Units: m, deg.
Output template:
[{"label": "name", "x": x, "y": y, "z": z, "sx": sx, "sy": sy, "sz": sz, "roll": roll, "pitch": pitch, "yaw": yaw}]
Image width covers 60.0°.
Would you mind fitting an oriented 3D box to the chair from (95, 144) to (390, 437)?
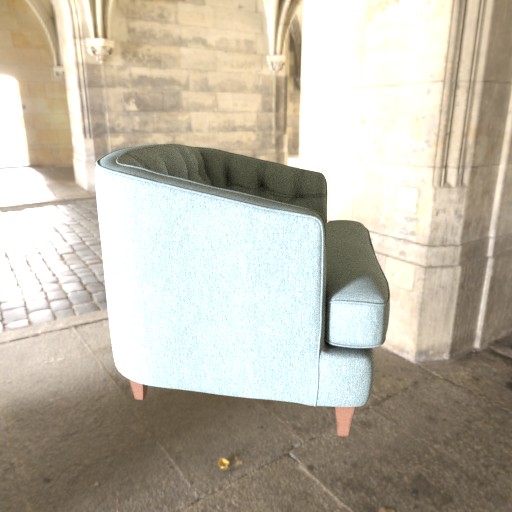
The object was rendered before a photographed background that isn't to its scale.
[{"label": "chair", "x": 0.000, "y": 0.000, "z": 1.773, "sx": 0.945, "sy": 0.852, "sz": 1.094, "roll": 3, "pitch": 17, "yaw": 9}]
